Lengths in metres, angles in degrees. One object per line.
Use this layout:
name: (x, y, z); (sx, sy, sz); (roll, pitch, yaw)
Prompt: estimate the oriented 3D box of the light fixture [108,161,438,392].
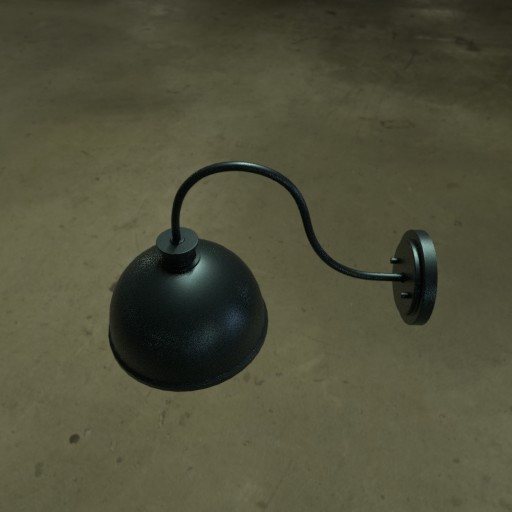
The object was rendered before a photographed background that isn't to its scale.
light fixture: (0.000, 0.000, 0.616); (0.467, 0.295, 0.253); (1, 42, 1)
